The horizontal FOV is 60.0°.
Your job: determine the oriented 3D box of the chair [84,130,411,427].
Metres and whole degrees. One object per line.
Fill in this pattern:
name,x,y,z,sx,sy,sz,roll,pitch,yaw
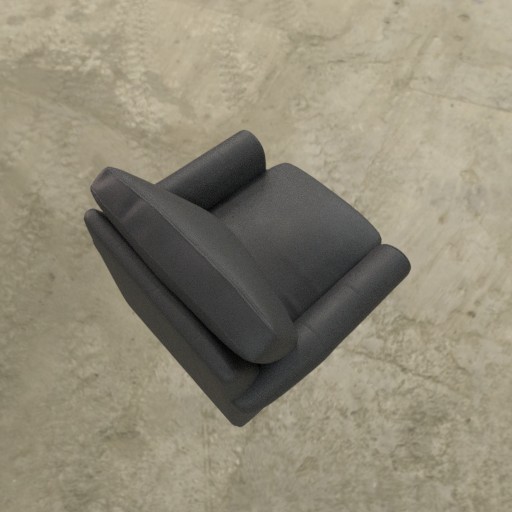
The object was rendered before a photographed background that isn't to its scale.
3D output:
chair,0.000,0.000,1.811,1.027,0.960,1.015,-34,65,-18
